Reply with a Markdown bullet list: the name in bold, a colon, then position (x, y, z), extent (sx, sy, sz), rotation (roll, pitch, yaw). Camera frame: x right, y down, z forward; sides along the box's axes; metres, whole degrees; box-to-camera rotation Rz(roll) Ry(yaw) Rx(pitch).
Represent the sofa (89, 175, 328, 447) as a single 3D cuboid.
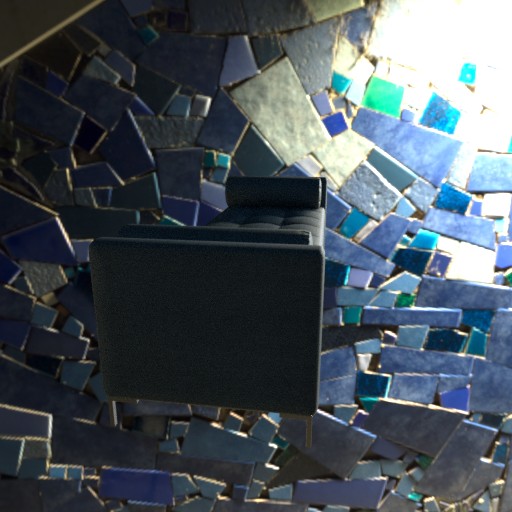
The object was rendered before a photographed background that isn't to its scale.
- **sofa**: position (0.000, 0.000, 2.248), extent (0.686, 0.635, 1.981), rotation (2, 16, 9)
